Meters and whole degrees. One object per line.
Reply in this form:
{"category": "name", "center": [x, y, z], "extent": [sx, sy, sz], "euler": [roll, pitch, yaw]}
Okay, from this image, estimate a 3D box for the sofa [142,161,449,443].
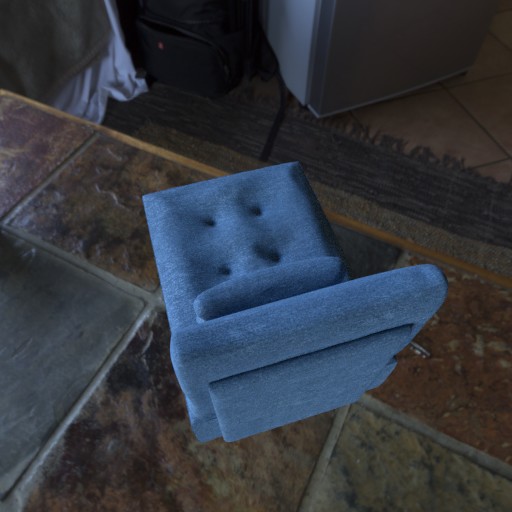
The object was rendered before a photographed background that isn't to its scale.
{"category": "sofa", "center": [0.000, 0.000, 1.543], "extent": [0.700, 0.820, 1.000], "euler": [-14, 58, -9]}
